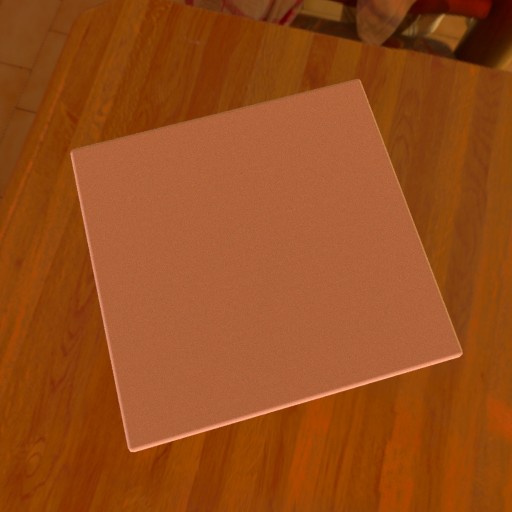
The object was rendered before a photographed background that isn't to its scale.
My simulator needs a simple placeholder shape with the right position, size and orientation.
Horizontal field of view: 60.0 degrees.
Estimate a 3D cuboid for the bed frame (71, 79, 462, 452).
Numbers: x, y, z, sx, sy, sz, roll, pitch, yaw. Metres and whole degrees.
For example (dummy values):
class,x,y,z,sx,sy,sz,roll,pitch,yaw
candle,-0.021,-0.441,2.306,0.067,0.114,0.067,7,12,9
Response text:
class,x,y,z,sx,sy,sz,roll,pitch,yaw
bed frame,0.000,0.000,3.892,2.635,0.680,2.526,-15,77,-4
